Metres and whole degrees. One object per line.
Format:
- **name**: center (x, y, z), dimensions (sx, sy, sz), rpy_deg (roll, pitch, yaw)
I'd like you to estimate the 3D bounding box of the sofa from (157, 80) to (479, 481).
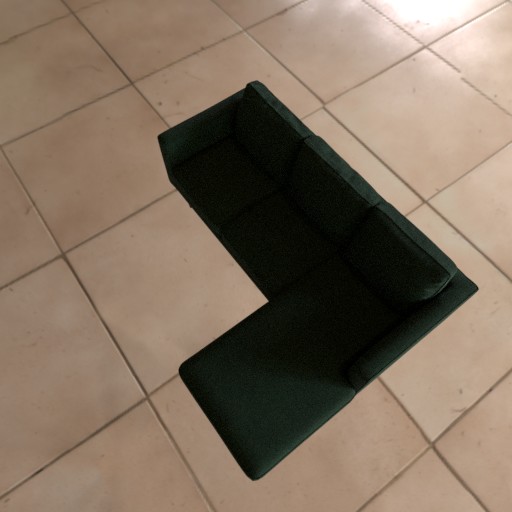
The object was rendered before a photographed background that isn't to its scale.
- **sofa**: center (0.000, 0.000, 2.791), dimensions (1.580, 0.899, 2.030), rpy_deg (-34, 68, -16)
